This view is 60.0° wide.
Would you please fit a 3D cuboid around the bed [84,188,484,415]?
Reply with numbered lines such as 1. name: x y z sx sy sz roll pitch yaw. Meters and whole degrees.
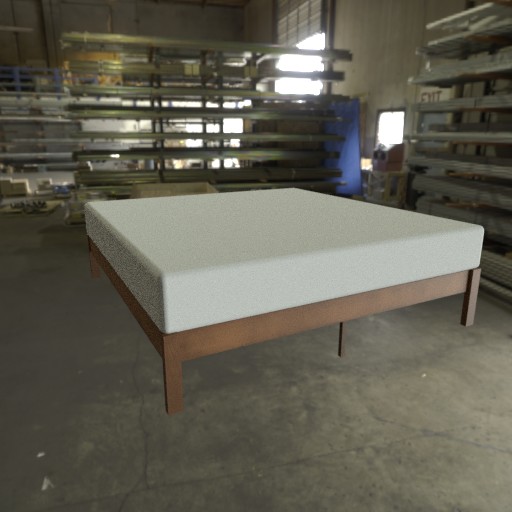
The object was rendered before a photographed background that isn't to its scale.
1. bed: 0.000 0.000 3.067 1.930 0.616 2.049 -8 18 -27
